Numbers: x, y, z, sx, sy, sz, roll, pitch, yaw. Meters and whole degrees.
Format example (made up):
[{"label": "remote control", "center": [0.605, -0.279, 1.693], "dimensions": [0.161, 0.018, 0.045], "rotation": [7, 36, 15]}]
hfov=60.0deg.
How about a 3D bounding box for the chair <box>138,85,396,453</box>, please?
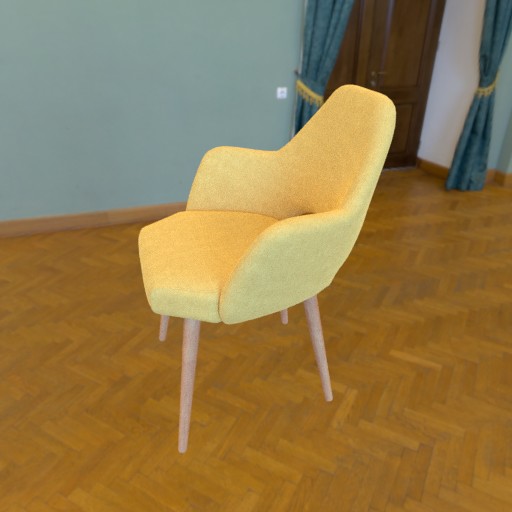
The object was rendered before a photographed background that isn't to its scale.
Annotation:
[{"label": "chair", "center": [0.000, 0.000, 1.214], "dimensions": [0.610, 0.840, 0.590], "rotation": [-9, 31, -15]}]
